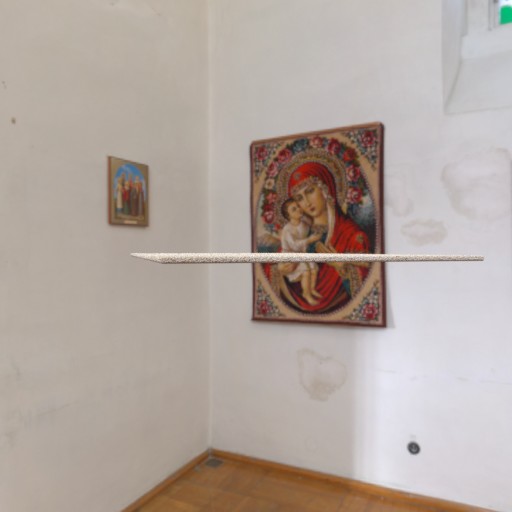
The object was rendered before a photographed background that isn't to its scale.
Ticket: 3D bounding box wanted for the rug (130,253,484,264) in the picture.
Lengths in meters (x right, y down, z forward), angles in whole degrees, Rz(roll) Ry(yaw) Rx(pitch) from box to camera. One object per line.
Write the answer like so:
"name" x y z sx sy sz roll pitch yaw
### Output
"rug" 0.000 0.000 3.477 1.778 0.030 2.743 0 1 -18
